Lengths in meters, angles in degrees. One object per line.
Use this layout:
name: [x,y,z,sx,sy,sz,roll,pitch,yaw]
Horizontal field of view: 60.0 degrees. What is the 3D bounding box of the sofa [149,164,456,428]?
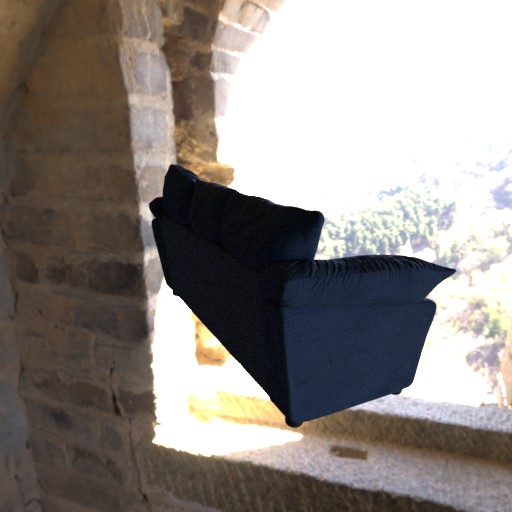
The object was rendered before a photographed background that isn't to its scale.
sofa: [0.000,0.000,2.908,0.907,1.091,2.390,-7,17,-25]
